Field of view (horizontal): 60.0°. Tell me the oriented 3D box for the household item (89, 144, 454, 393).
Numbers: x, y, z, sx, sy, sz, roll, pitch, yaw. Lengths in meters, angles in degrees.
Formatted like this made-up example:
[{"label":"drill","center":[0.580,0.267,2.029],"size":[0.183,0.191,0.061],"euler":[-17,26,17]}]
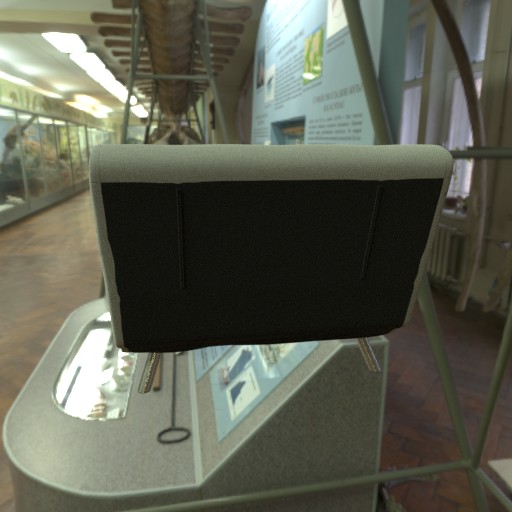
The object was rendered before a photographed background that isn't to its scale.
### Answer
[{"label":"household item","center":[0.000,0.000,1.647],"size":[1.000,0.800,0.874],"euler":[-2,14,-10]}]
